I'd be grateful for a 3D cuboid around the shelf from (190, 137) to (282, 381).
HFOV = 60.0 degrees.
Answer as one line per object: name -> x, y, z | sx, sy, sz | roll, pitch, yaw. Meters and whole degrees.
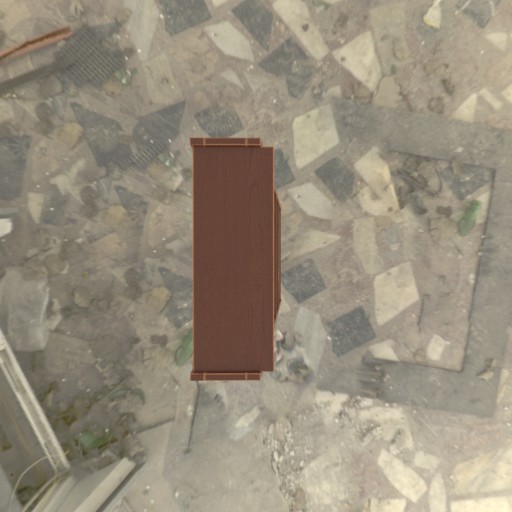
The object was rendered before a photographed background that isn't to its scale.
shelf -> 0.000, 0.000, 2.141 | 0.381, 1.892, 0.660 | 0, 91, -1
